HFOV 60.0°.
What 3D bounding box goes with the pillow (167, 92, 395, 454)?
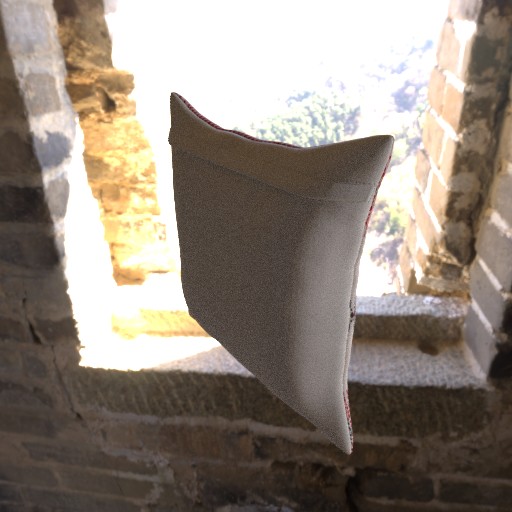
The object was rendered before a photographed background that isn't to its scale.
[{"bbox_3d":[0.000,0.000,0.705,0.160,0.454,0.463,-19,32,-33],"label":"pillow"}]
